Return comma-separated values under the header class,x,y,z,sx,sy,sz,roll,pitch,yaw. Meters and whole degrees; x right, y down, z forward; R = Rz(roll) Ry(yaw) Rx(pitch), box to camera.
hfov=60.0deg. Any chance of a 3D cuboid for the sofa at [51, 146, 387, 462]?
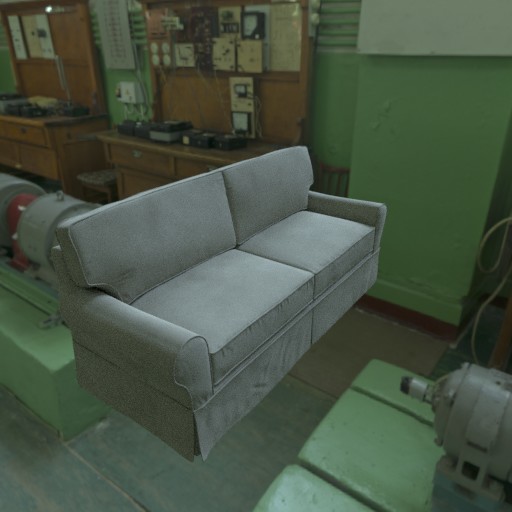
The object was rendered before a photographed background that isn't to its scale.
class,x,y,z,sx,sy,sz,roll,pitch,yaw
sofa,0.000,0.000,2.753,0.900,1.014,2.246,17,30,32
